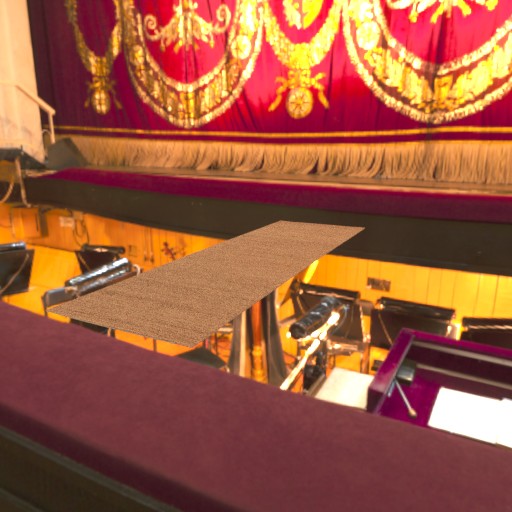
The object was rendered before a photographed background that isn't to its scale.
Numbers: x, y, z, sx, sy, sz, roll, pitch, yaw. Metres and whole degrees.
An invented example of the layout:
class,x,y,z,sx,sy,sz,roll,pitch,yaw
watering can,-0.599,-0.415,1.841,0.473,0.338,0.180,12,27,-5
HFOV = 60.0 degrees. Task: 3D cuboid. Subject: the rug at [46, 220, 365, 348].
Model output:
class,x,y,z,sx,sy,sz,roll,pitch,yaw
rug,0.000,0.000,2.697,0.741,0.014,2.390,8,17,26
